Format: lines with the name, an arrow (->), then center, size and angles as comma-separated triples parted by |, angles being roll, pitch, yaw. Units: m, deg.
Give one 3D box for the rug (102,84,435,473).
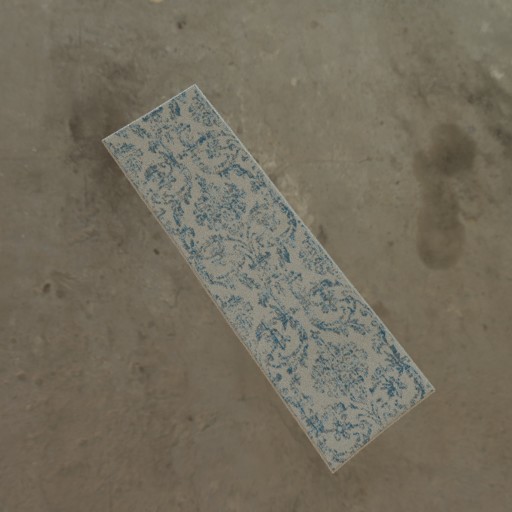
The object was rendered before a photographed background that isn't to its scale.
rug -> 0.000, 0.000, 2.416 | 0.662, 0.011, 2.196 | -35, 78, -9
